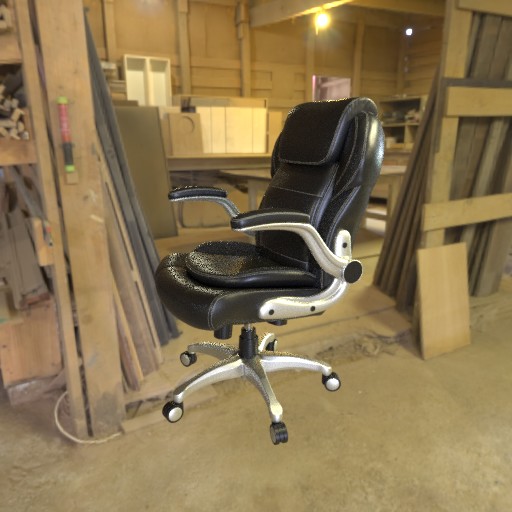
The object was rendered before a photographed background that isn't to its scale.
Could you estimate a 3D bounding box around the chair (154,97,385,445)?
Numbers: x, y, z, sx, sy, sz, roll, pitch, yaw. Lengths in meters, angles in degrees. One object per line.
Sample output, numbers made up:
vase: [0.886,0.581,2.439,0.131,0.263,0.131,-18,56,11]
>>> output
chair: [0.000,0.000,1.680,0.801,1.141,0.724,-8,17,-26]
